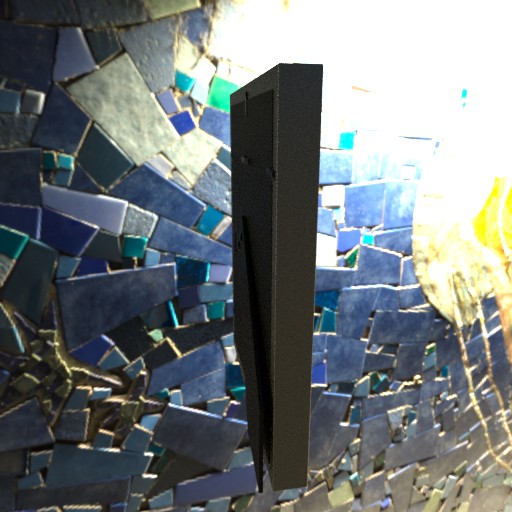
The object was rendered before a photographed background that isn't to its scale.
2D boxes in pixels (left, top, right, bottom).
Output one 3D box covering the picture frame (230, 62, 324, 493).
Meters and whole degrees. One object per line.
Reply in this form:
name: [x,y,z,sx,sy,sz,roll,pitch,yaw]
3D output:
picture frame: [0.000,0.000,0.388,0.036,0.282,0.233,-3,16,-9]
